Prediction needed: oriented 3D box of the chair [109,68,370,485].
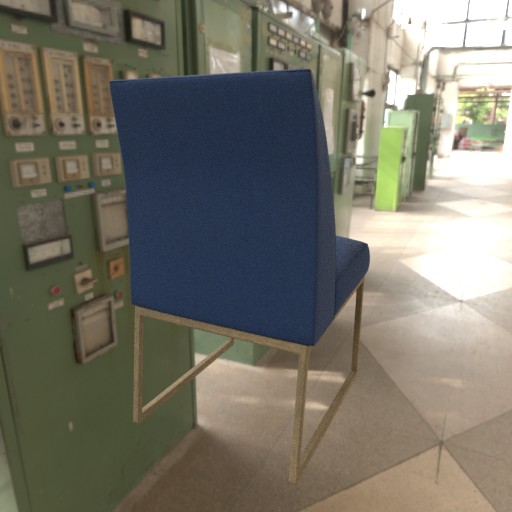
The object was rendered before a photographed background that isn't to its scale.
[{"bbox_3d":[0.000,0.000,1.191,0.508,0.863,0.522,8,18,26],"label":"chair"}]
